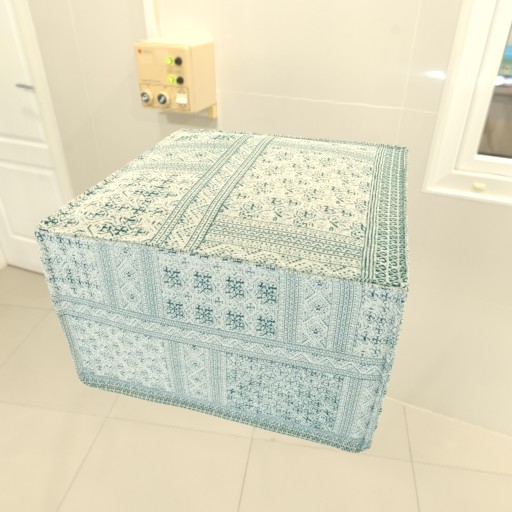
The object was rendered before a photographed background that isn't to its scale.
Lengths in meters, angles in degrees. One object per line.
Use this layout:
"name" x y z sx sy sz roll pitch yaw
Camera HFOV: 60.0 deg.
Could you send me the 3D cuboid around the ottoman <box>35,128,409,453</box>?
"ottoman" 0.000 0.000 1.019 0.617 0.439 0.626 9 33 14
